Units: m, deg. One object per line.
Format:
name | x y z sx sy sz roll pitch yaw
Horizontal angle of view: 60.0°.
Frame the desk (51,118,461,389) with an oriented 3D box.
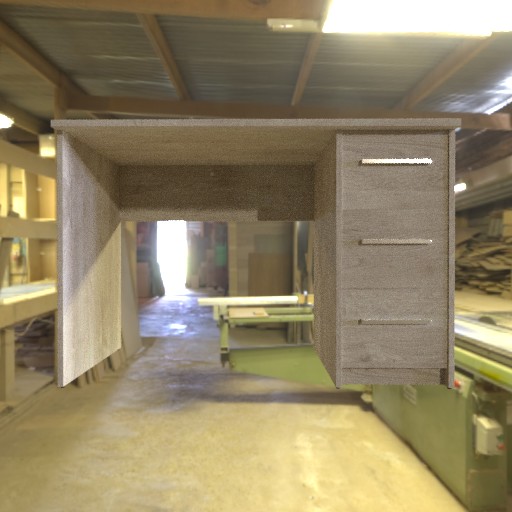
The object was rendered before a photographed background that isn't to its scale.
desk | 0.000 0.000 1.466 1.097 0.735 0.560 0 0 1
